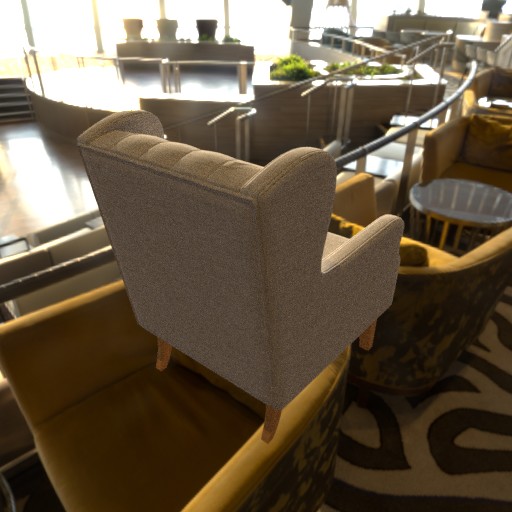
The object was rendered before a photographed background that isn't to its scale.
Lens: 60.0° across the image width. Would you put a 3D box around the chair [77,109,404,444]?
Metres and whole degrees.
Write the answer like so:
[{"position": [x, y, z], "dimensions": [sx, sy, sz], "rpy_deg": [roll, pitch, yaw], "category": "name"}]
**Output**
[{"position": [0.000, 0.000, 1.468], "dimensions": [0.710, 0.930, 0.760], "rpy_deg": [22, 37, 32], "category": "chair"}]
